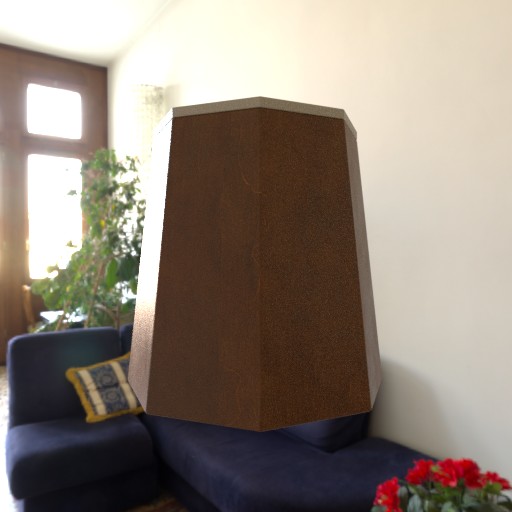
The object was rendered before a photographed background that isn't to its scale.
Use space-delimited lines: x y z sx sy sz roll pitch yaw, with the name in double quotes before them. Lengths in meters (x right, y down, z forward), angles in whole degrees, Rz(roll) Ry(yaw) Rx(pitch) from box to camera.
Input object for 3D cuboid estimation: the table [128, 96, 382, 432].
"table" 0.000 0.000 0.814 0.439 0.457 0.439 0 1 19
